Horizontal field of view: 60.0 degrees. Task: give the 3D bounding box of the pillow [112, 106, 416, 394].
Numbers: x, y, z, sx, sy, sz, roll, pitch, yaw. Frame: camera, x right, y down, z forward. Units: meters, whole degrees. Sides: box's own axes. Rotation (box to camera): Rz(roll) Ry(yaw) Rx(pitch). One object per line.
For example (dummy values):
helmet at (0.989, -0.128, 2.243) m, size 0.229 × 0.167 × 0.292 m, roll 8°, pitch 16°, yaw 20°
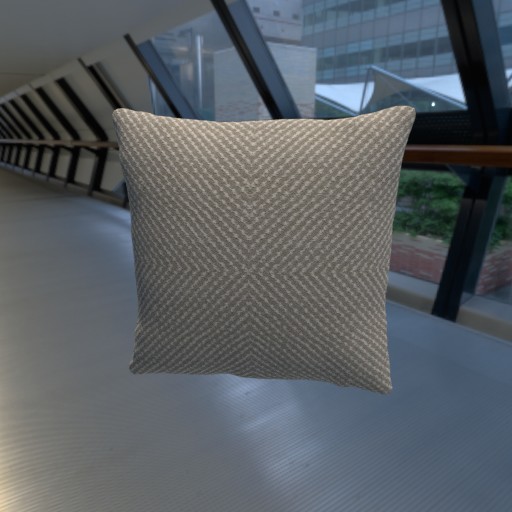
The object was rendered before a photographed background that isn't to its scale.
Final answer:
pillow at (0.000, 0.000, 0.716) m, size 0.459 × 0.458 × 0.181 m, roll 2°, pitch 16°, yaw 8°
